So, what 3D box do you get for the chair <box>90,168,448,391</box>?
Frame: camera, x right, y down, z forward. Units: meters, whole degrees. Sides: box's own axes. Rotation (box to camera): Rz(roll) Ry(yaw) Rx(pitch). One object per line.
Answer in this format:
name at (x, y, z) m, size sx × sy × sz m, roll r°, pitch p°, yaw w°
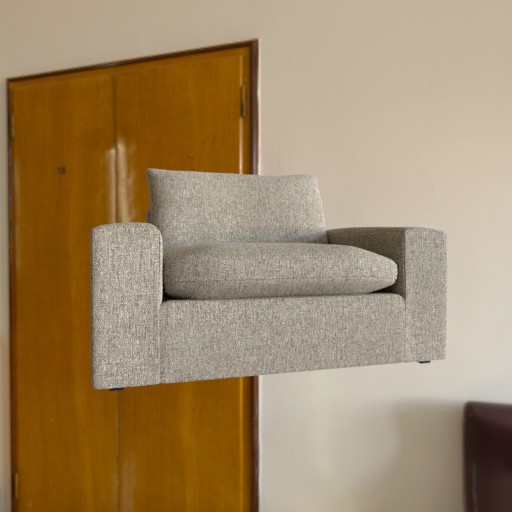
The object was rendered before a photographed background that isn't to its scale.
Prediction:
chair at (0.000, 0.000, 2.068) m, size 1.398 × 0.915 × 1.039 m, roll 0°, pitch 1°, yaw -17°
